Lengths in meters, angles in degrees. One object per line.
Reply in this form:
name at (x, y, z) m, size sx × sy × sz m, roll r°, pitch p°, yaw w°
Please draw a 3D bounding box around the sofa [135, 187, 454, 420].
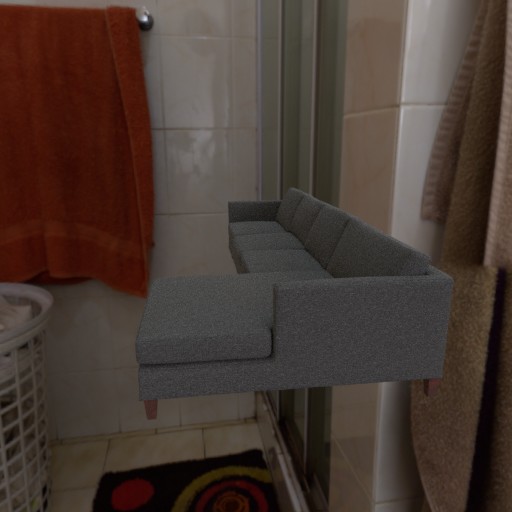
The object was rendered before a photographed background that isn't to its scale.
sofa at (0.000, 0.000, 3.723) m, size 1.625 × 0.846 × 3.186 m, roll -2°, pitch 15°, yaw -8°
